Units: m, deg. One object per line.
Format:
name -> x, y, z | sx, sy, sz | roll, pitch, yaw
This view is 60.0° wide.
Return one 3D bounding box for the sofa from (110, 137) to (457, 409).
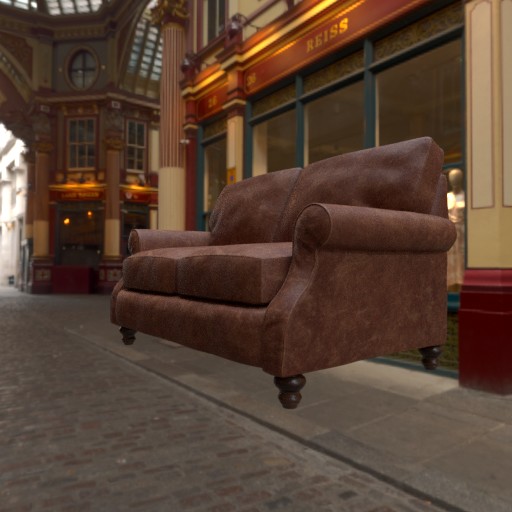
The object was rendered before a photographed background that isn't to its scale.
sofa -> 0.000, 0.000, 2.163 | 0.990, 0.967, 1.616 | 0, -1, -38
